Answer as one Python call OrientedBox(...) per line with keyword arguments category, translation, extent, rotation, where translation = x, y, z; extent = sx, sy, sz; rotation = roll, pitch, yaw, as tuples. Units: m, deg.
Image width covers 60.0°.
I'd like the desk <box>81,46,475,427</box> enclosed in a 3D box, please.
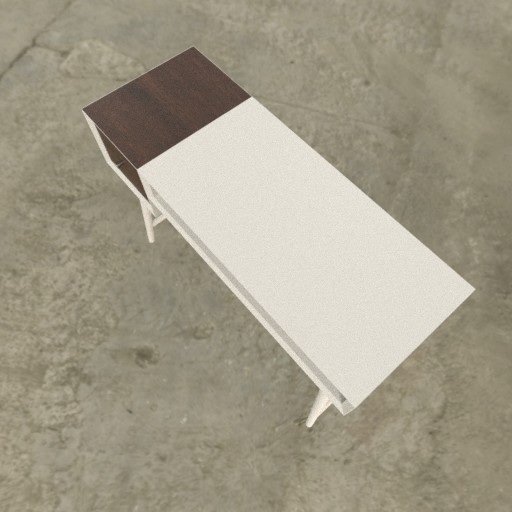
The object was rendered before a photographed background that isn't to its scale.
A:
OrientedBox(category="desk", translation=(0.000, 0.000, 1.476), extent=(0.409, 0.761, 1.069), rotation=(-38, 70, -17))
